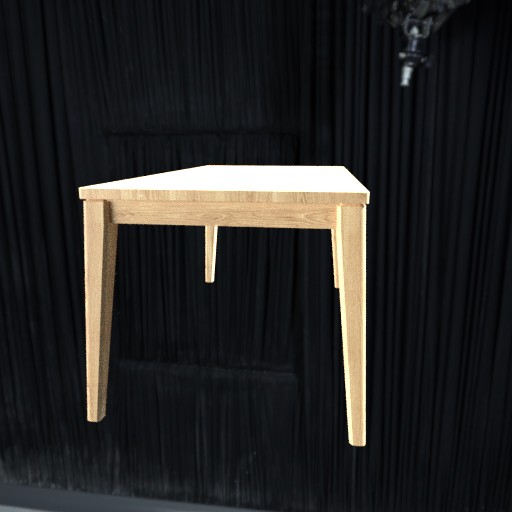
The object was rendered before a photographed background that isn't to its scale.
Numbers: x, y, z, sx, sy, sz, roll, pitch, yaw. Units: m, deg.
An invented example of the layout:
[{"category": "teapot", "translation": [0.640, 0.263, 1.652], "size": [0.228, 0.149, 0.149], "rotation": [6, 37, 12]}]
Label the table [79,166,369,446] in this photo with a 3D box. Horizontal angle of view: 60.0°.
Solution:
[{"category": "table", "translation": [0.000, 0.000, 2.076], "size": [0.900, 0.760, 1.600], "rotation": [2, 14, 8]}]
